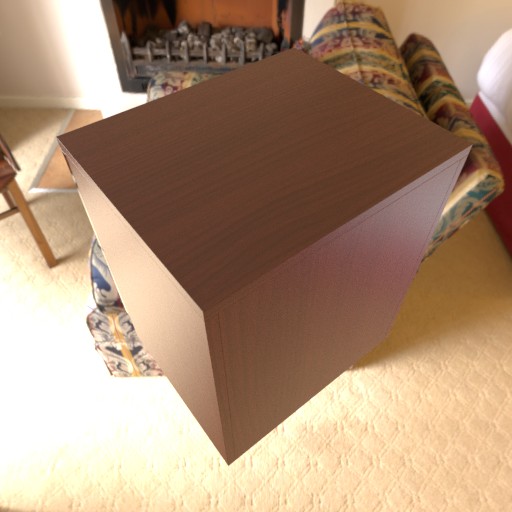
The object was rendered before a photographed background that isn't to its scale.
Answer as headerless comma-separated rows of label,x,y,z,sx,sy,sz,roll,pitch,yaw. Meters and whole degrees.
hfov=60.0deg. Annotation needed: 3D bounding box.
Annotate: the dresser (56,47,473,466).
dresser,0.000,0.000,0.739,0.400,0.470,0.360,-31,56,-24
